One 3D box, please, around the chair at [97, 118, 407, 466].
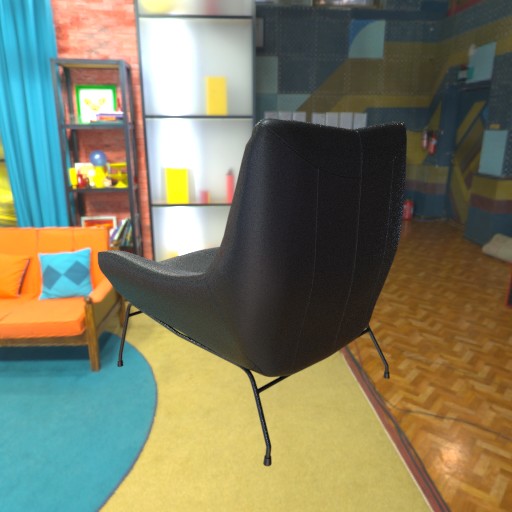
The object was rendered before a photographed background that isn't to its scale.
[{"bbox_3d":[0.000,0.000,1.584,0.836,0.922,0.826,-15,22,-42],"label":"chair"}]
